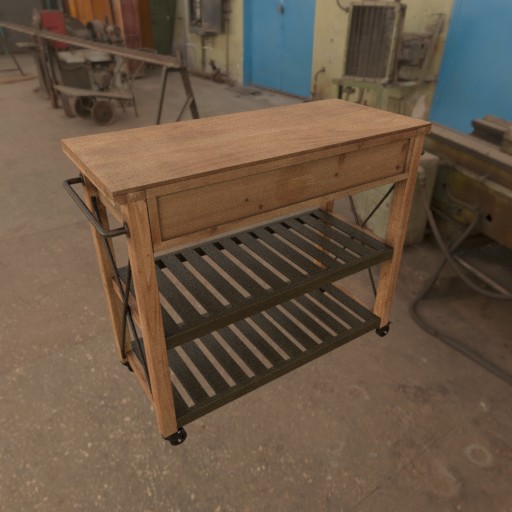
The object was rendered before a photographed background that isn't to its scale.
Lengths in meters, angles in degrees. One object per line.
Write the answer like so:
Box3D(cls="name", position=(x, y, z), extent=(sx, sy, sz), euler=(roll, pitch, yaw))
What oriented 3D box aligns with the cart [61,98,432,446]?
Box3D(cls="cart", position=(0.000, 0.000, 0.978), extent=(0.686, 0.554, 0.298), euler=(-19, 35, -28))
